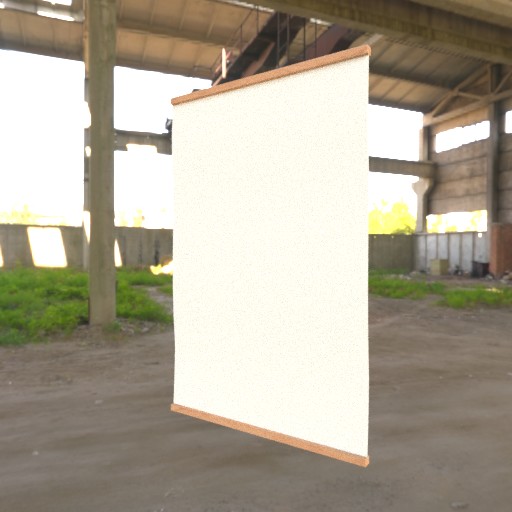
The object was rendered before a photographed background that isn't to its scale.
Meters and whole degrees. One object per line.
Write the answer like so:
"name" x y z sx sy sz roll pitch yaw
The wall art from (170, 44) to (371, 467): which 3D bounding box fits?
"wall art" 0.000 0.000 0.633 0.332 0.508 0.012 1 1 35
